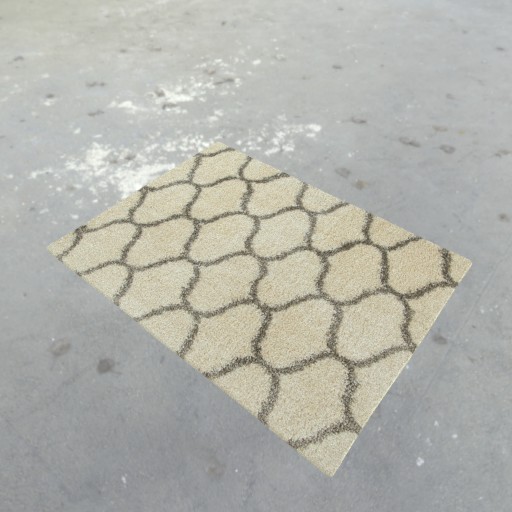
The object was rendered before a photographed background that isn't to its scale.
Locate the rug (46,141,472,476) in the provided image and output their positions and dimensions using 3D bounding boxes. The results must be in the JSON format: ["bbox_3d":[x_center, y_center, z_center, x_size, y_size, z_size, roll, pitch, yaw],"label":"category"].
[{"bbox_3d":[0.000,0.000,2.070,1.600,0.025,1.200,31,54,26],"label":"rug"}]
